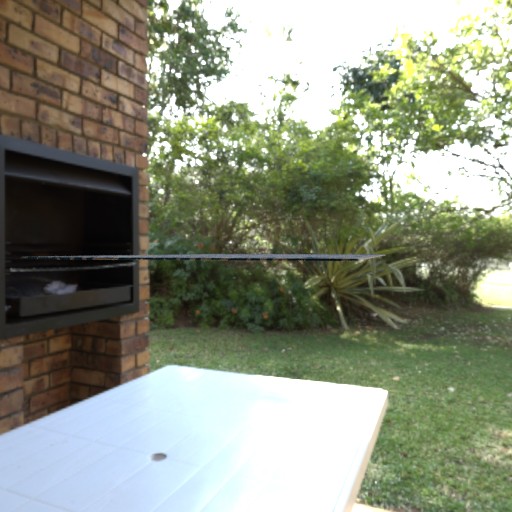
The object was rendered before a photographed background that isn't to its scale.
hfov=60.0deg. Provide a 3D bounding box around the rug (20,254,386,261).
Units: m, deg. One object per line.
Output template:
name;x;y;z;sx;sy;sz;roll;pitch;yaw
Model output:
rug;0.000;0.000;2.304;1.220;0.007;1.828;0;1;19
